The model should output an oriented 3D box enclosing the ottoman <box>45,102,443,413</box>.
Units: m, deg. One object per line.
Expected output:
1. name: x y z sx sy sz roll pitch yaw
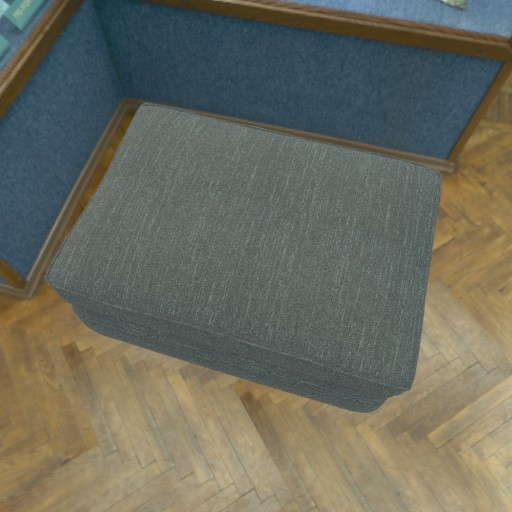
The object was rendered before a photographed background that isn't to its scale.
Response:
1. ottoman: 0.000 0.000 0.980 0.686 0.406 0.508 15 64 7
